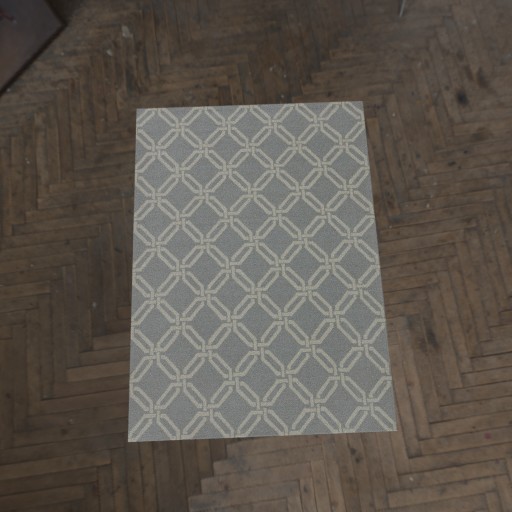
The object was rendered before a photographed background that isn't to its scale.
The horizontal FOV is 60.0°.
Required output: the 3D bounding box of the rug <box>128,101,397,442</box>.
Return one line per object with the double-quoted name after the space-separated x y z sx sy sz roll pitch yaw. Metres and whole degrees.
0.000 0.000 4.398 2.438 0.013 3.353 -2 77 -1 "rug"
